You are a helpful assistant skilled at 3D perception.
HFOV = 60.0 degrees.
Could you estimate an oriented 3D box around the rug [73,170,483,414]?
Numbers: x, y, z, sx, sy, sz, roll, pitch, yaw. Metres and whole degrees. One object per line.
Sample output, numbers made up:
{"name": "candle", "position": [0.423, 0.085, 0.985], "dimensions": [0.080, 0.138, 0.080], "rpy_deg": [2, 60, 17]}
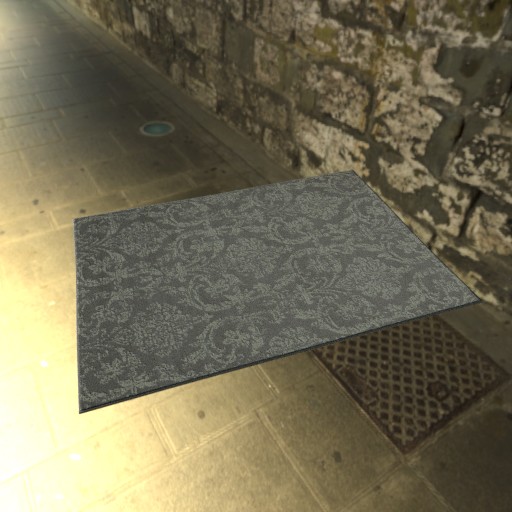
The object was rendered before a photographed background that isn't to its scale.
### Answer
{"name": "rug", "position": [0.000, 0.000, 2.830], "dimensions": [2.206, 0.014, 1.578], "rpy_deg": [-12, 42, -14]}
